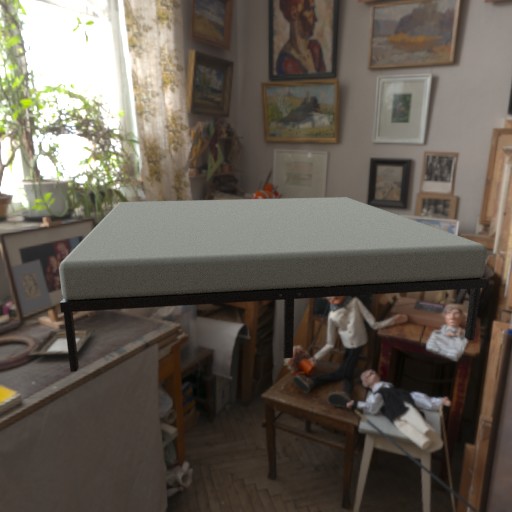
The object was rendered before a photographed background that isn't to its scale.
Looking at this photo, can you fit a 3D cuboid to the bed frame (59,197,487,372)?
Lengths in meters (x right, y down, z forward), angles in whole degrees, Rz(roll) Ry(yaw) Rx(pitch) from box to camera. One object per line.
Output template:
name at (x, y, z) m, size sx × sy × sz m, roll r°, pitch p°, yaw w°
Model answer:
bed frame at (0.000, 0.000, 3.897) m, size 2.635 × 0.680 × 2.526 m, roll -2°, pitch 15°, yaw -9°
